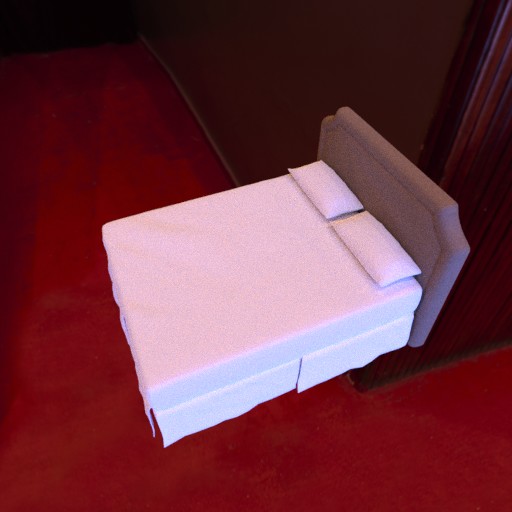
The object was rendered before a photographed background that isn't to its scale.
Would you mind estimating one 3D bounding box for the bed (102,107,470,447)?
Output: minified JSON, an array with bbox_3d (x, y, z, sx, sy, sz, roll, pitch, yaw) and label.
[{"bbox_3d":[0.000,0.000,3.223,2.116,1.290,1.693,-17,49,-15],"label":"bed"}]
